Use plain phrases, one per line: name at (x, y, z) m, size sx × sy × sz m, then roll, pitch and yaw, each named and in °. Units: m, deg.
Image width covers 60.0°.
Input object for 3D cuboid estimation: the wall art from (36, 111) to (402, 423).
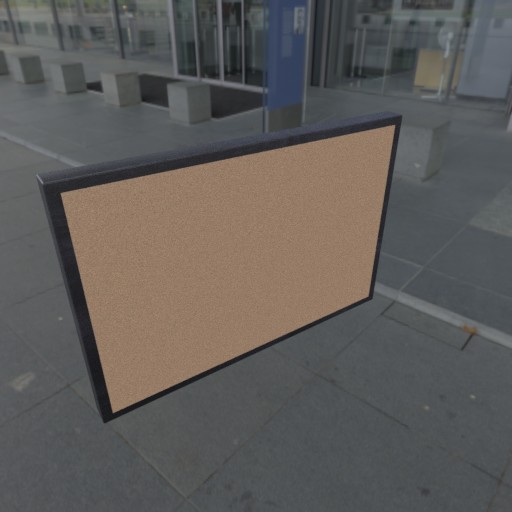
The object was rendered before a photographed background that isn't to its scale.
wall art at (0.000, 0.000, 0.766) m, size 0.610 × 0.409 × 0.038 m, roll -19°, pitch 35°, yaw -29°
